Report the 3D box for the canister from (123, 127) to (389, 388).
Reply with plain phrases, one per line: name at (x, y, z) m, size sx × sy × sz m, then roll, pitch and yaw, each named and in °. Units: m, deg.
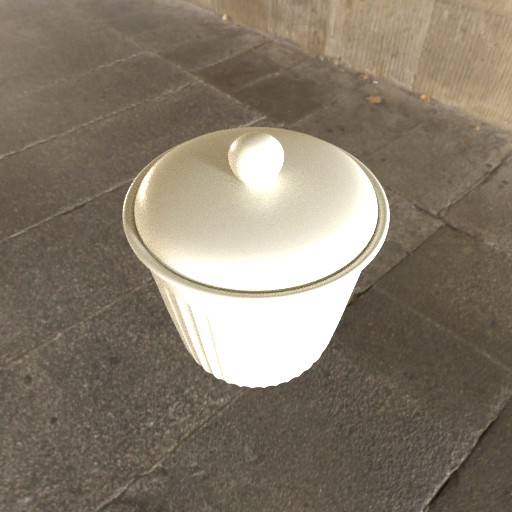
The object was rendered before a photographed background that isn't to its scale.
canister at (0.000, 0.000, 0.349) m, size 0.181 × 0.211 × 0.181 m, roll 0°, pitch 46°, yaw 0°
